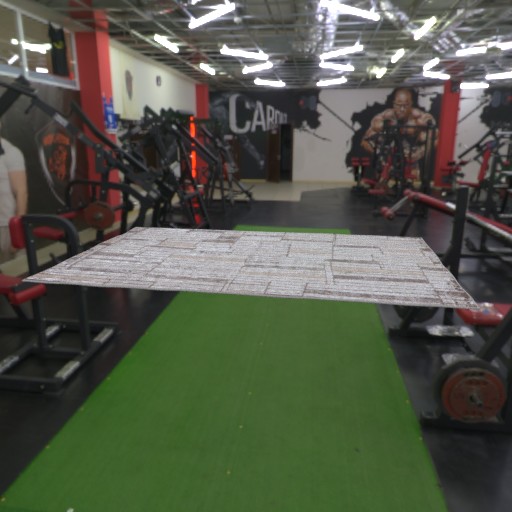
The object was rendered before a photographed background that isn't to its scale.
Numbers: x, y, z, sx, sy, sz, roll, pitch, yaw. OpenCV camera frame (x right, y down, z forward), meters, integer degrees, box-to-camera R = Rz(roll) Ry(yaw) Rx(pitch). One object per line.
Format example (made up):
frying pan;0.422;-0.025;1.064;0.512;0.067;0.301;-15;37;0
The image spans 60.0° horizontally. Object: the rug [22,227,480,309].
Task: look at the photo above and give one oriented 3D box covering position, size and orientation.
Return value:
rug;0.000;0.000;3.042;2.444;0.023;1.531;3;16;9
